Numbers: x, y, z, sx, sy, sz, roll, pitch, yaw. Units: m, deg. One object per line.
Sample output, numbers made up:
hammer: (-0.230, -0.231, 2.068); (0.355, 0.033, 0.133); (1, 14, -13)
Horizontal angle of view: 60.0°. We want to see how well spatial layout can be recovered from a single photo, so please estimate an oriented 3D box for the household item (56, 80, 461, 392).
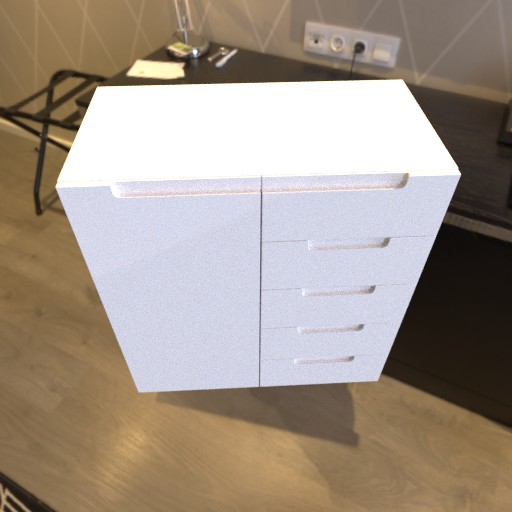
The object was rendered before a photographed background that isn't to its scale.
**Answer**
household item: (0.000, 0.000, 1.329); (0.800, 0.870, 0.420); (-2, 46, -2)
